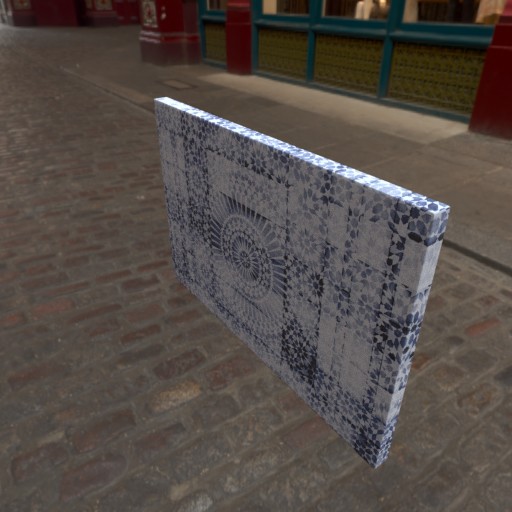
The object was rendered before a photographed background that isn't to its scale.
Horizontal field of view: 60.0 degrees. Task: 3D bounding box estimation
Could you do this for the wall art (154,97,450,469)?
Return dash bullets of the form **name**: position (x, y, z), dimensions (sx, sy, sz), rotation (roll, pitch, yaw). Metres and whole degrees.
- **wall art**: position (0.000, 0.000, 0.741), dimensions (0.030, 0.406, 0.608), rotation (-21, 37, -30)
